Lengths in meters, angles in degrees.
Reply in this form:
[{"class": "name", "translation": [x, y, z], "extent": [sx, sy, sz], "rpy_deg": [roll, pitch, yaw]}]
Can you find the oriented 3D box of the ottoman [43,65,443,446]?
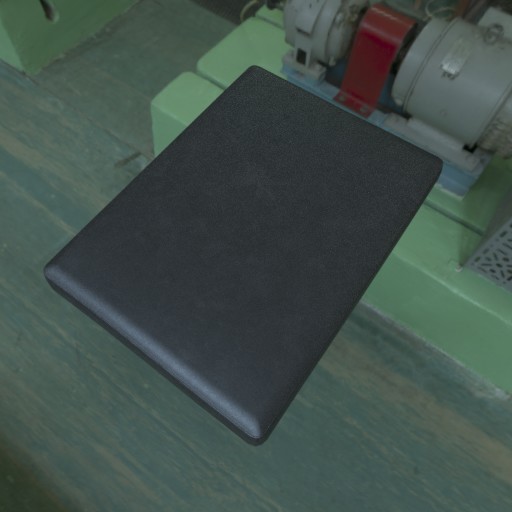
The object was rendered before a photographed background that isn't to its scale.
[{"class": "ottoman", "translation": [0.000, 0.000, 1.200], "extent": [0.590, 0.498, 0.795], "rpy_deg": [33, 68, 15]}]
